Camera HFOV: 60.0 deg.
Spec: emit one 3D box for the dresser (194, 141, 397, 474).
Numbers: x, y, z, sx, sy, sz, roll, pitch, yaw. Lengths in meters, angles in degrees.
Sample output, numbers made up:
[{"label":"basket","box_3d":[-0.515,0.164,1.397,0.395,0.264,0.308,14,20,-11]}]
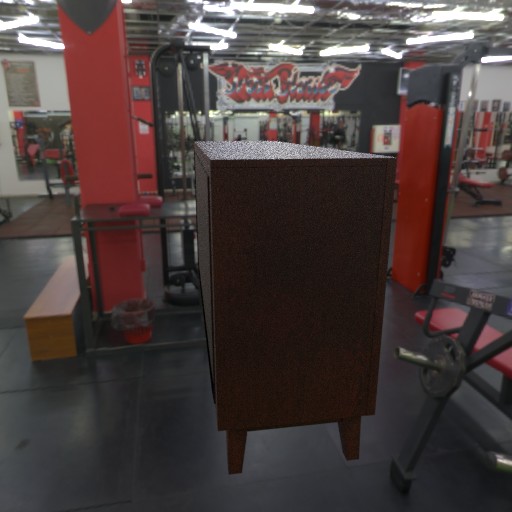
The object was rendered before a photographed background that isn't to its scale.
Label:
[{"label":"dresser","box_3d":[0.000,0.000,2.022,0.499,0.971,1.609,-3,16,-9]}]
